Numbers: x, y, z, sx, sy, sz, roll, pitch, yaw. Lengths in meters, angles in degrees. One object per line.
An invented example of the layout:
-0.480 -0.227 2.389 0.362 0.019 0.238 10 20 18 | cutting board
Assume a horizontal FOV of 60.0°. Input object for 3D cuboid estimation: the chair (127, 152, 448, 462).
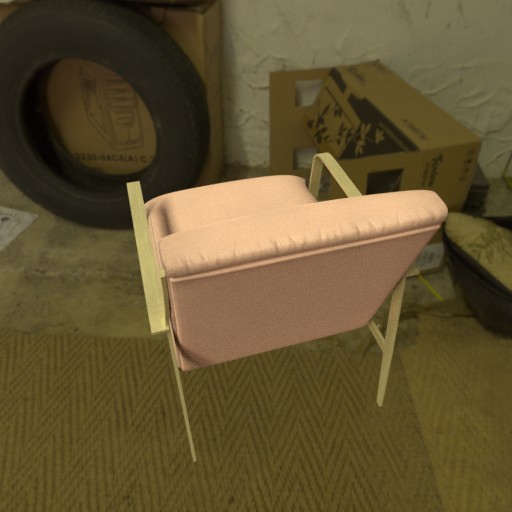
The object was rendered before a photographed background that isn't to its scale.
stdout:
0.000 0.000 1.415 0.701 0.823 0.848 -11 42 -13 | chair
